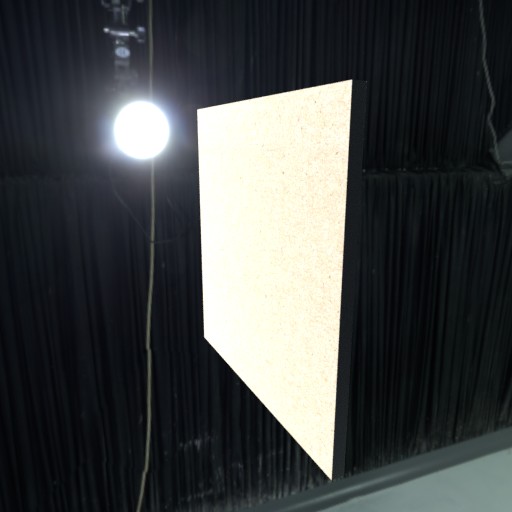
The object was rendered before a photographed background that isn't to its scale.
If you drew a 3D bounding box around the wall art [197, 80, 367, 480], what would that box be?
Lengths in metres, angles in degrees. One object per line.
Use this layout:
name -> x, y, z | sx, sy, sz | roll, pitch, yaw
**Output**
wall art -> 0.000, 0.000, 1.161 | 0.031, 0.775, 0.773 | -7, 16, -25
